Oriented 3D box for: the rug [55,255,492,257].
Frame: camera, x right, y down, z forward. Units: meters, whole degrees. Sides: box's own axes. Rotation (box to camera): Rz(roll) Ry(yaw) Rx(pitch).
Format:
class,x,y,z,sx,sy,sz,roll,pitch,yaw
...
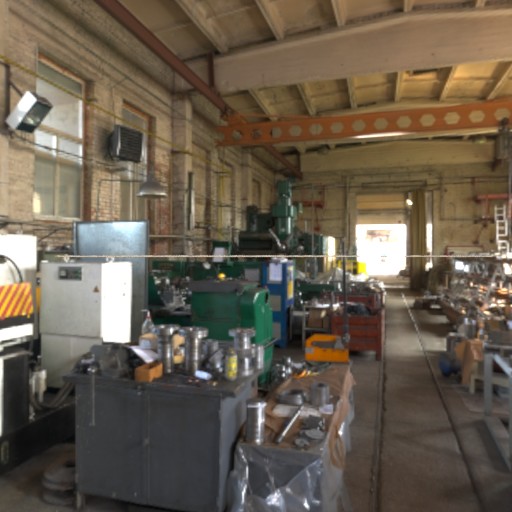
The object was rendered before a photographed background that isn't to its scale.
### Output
class,x,y,z,sx,sy,sz,roll,pitch,yaw
rug,0.000,0.000,4.223,3.205,0.015,2.437,0,0,-17
